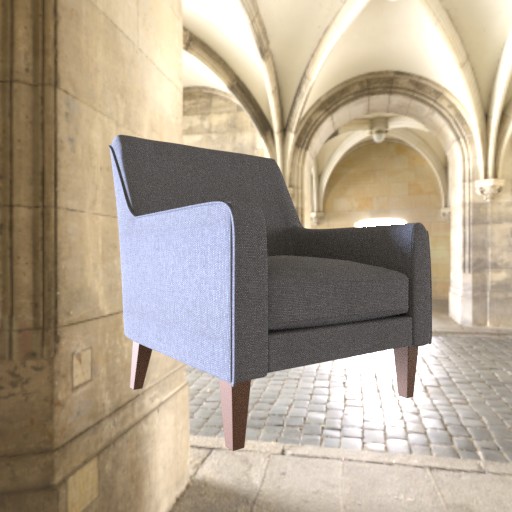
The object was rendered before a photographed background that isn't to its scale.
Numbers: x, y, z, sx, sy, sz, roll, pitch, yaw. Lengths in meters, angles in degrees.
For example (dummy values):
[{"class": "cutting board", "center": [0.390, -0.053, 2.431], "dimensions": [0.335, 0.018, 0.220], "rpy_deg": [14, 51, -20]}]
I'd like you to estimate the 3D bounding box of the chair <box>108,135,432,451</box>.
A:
[{"class": "chair", "center": [0.000, 0.000, 1.562], "dimensions": [0.780, 0.919, 0.899], "rpy_deg": [0, 0, -36]}]
